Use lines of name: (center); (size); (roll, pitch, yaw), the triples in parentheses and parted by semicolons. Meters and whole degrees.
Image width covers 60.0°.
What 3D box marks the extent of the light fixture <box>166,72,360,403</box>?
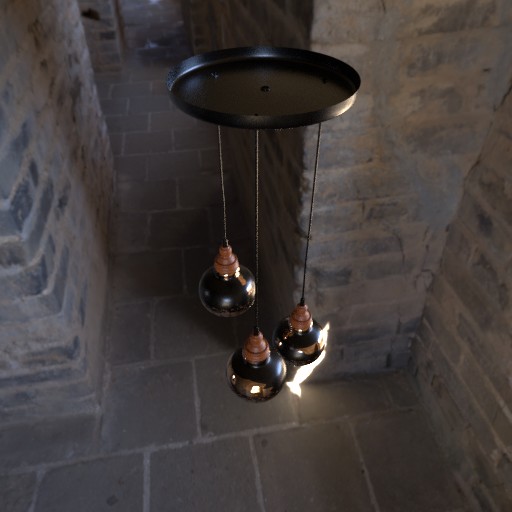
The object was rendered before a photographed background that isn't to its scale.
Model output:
light fixture: (0.000, 0.000, 1.756); (0.605, 1.410, 0.608); (24, 47, 25)
